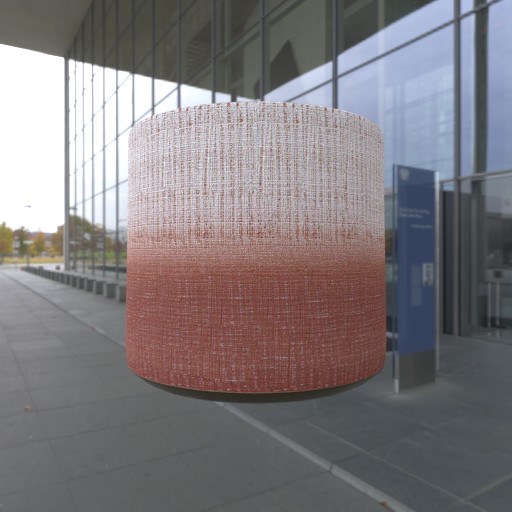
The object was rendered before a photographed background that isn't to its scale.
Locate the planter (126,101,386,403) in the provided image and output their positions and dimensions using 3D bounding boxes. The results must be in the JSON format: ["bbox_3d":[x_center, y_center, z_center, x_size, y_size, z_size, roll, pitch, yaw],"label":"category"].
[{"bbox_3d":[0.000,0.000,0.391,0.221,0.201,0.221,0,0,0],"label":"planter"}]
